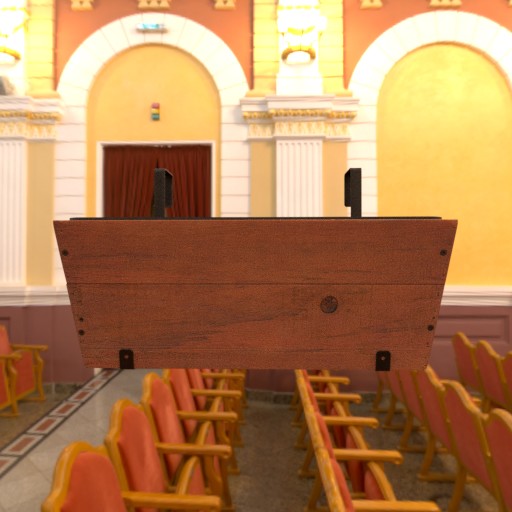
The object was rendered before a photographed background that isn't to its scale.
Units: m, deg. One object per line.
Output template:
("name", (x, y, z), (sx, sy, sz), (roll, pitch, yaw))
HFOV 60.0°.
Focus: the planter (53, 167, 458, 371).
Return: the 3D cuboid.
("planter", (0.000, 0.000, 0.653), (0.480, 0.289, 0.262), (0, 0, 2))
